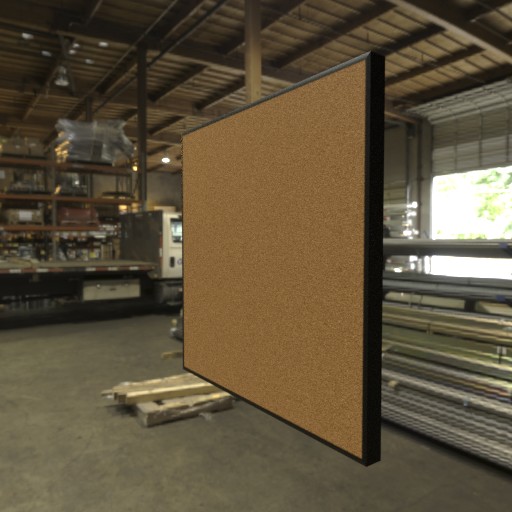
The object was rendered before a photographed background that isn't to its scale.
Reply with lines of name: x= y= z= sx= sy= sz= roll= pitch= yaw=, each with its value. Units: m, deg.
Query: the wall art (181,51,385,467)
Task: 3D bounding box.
wall art: x=0.000 y=0.000 z=1.139 sx=0.042 sy=0.766 sz=0.769 roll=-2 pitch=3 yaw=-36
